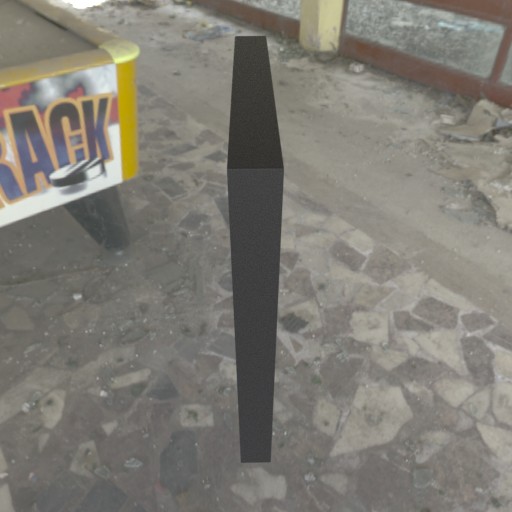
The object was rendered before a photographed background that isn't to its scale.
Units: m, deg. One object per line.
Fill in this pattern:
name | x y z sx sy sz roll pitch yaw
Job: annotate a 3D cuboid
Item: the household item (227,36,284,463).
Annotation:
household item | 0.000 0.000 0.230 0.022 0.178 0.133 -1 41 -1
